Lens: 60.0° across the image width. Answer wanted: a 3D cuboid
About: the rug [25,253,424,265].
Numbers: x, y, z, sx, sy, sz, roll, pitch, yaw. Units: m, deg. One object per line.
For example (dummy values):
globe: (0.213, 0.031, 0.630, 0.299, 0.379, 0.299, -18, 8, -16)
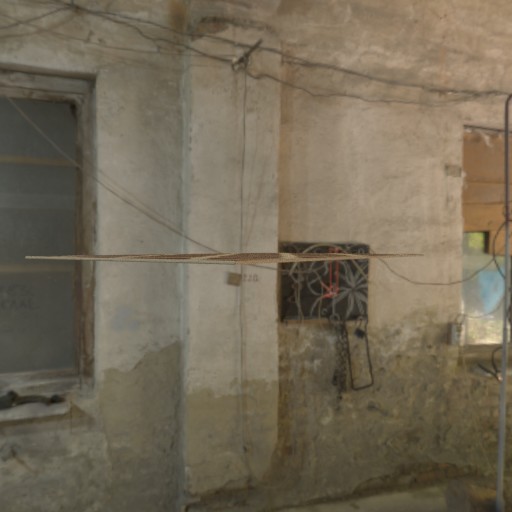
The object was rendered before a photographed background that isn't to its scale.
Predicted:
rug: (0.000, 0.000, 2.937, 1.526, 0.014, 2.290, 1, 1, 37)
